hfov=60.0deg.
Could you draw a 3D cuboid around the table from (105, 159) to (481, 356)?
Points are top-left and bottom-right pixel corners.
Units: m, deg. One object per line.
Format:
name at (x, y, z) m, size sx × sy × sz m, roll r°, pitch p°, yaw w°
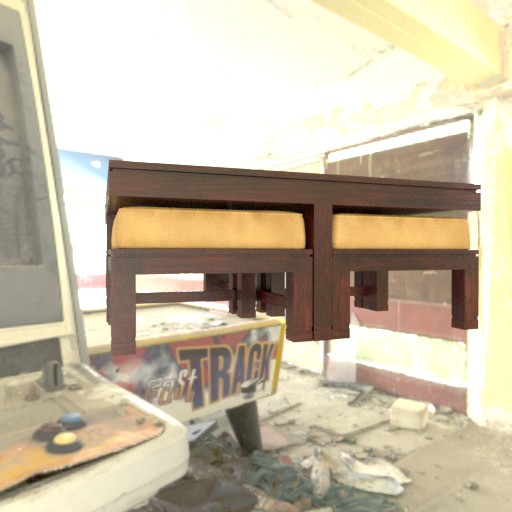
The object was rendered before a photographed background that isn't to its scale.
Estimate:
table at (0.000, 0.000, 1.352) m, size 0.865 × 0.356 × 0.865 m, roll 0°, pitch 0°, yaw -19°
